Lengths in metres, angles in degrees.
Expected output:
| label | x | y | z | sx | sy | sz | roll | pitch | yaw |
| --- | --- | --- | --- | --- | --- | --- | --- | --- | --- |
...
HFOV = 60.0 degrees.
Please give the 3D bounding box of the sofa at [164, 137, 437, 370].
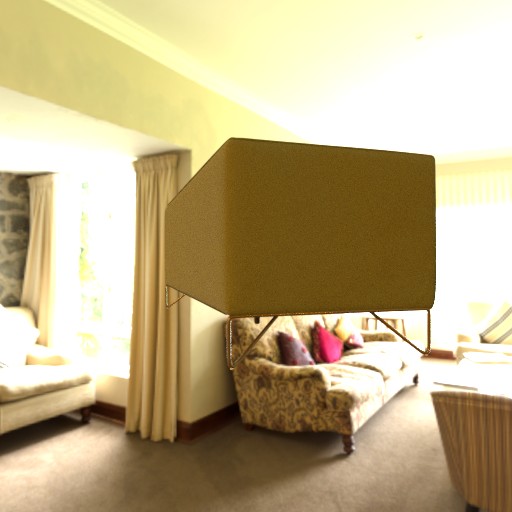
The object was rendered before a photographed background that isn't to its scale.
| label | x | y | z | sx | sy | sz | roll | pitch | yaw |
| --- | --- | --- | --- | --- | --- | --- | --- | --- | --- |
| sofa | 0.000 | 0.000 | 2.584 | 0.867 | 0.789 | 2.087 | 0 | -1 | -17 |
